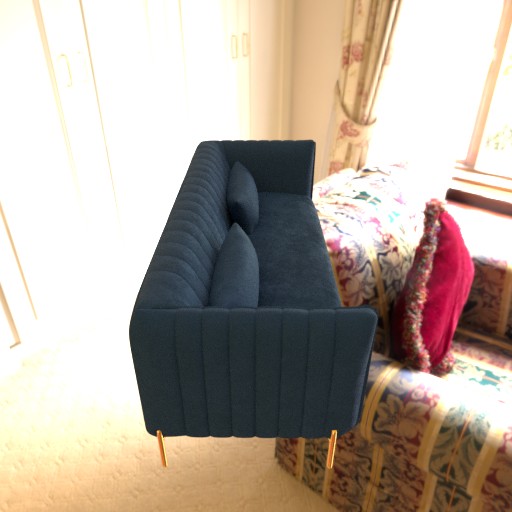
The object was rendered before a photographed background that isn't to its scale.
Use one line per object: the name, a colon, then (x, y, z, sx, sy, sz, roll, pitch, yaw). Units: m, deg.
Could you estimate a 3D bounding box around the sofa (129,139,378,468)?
sofa: (0.000, 0.000, 2.546, 0.896, 0.793, 2.136, 0, 31, 0)
